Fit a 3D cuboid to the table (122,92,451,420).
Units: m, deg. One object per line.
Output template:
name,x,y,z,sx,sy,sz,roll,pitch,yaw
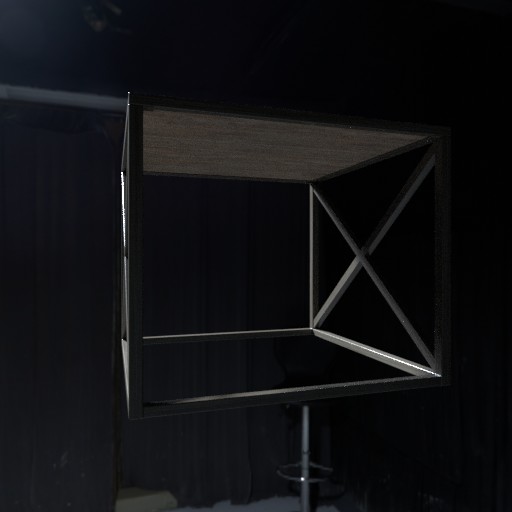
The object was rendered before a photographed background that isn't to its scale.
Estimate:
table,0.000,0.000,1.068,0.609,0.507,0.611,0,0,-18
